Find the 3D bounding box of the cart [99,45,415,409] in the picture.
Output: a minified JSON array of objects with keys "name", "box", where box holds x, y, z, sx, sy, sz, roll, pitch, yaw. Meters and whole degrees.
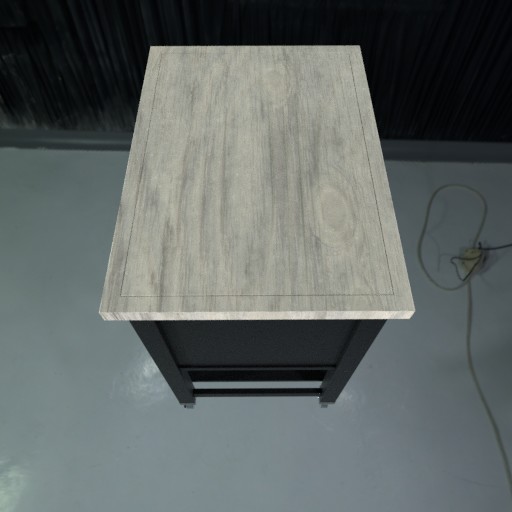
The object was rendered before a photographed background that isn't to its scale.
[{"name":"cart","box":[0.000,0.000,1.394,0.567,0.920,0.797,0,59,0]}]
